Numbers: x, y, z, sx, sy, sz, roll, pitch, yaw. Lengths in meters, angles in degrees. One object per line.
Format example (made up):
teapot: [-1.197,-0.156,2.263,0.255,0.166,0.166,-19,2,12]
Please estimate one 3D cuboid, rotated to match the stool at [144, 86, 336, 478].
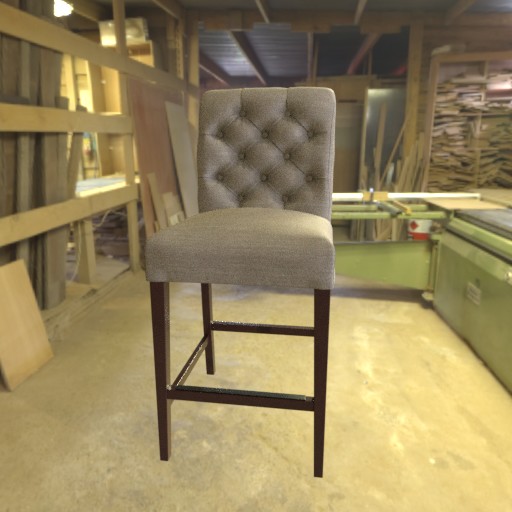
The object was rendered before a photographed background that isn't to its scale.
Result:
stool: [0.000,0.000,1.419,0.486,1.084,0.660,2,14,8]
